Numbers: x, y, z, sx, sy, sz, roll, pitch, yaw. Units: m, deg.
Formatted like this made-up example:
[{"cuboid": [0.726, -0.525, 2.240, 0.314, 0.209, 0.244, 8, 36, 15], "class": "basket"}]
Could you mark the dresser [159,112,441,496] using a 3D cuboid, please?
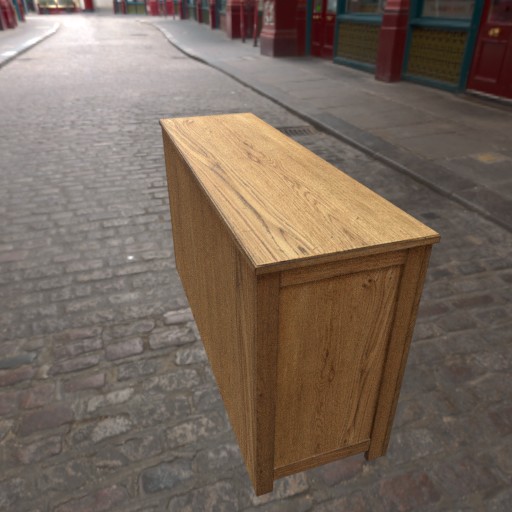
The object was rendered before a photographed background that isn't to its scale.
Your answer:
[{"cuboid": [0.000, 0.000, 2.039, 0.563, 0.932, 1.657, -9, 31, -16], "class": "dresser"}]
